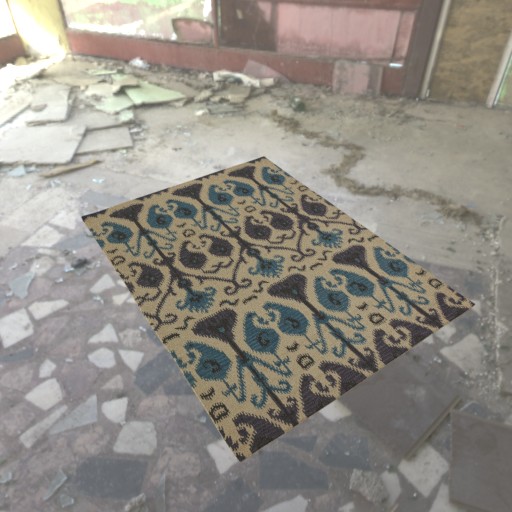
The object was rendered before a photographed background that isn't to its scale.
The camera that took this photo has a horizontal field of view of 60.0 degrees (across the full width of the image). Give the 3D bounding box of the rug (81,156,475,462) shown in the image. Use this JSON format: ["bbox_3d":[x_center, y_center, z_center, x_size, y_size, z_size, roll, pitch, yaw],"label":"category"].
[{"bbox_3d":[0.000,0.000,4.346,2.443,0.024,3.228,-24,46,-25],"label":"rug"}]
